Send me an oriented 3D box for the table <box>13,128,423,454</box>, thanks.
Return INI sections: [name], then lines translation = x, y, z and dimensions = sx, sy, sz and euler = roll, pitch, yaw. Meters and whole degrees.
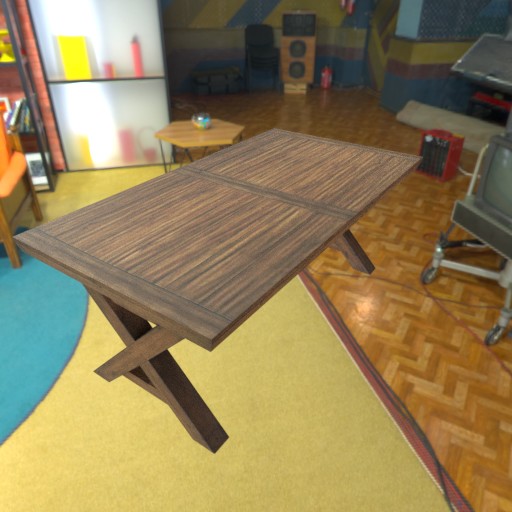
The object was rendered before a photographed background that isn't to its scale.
[table]
translation = 0.000, 0.000, 2.456
dimensions = 1.071, 0.793, 1.966
euler = 20, 37, 29
